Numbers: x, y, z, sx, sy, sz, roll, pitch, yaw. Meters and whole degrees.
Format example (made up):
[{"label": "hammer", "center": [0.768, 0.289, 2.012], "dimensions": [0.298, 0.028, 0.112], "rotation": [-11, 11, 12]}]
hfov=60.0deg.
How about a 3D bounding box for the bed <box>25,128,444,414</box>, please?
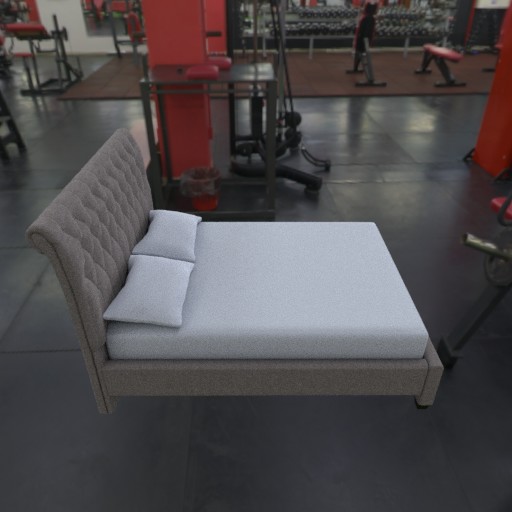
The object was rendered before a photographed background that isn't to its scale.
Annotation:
[{"label": "bed", "center": [0.000, 0.000, 3.180], "dimensions": [2.252, 1.371, 1.645], "rotation": [0, 32, 0]}]
